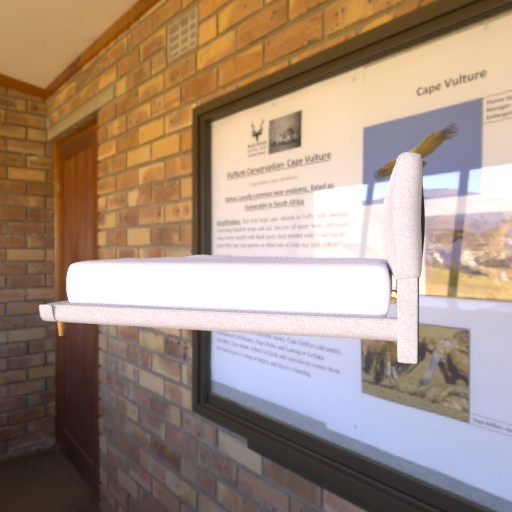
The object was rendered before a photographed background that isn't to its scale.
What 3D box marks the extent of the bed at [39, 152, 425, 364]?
[{"bbox_3d":[0.000,0.000,3.592,2.498,1.126,1.980,0,1,17],"label":"bed"}]
